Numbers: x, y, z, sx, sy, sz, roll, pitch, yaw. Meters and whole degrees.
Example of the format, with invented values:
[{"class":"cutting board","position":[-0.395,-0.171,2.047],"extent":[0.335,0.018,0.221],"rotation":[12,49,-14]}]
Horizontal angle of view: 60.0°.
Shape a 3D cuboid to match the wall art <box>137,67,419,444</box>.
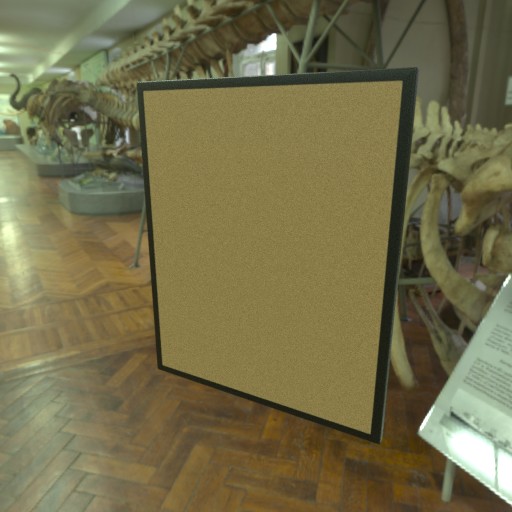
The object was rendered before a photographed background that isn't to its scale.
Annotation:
[{"class":"wall art","position":[0.000,0.000,0.771],"extent":[0.481,0.582,0.018],"rotation":[9,19,28]}]
